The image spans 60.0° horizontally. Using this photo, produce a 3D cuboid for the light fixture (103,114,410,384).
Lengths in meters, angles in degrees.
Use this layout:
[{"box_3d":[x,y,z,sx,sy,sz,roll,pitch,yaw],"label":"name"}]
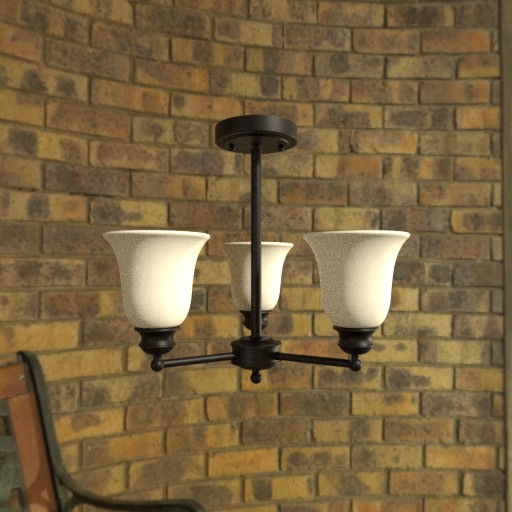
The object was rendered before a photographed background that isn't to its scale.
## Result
[{"box_3d":[0.000,0.000,0.680,0.388,0.370,0.354,0,-2,0],"label":"light fixture"}]
